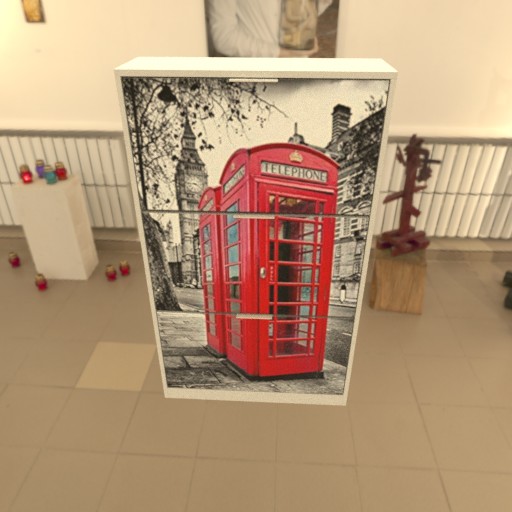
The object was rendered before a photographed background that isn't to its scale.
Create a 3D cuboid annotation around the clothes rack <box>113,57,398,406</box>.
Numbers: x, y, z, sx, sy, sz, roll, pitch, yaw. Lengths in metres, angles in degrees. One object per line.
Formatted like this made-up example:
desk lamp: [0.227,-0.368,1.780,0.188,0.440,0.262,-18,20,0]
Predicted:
clothes rack: [0.000,0.000,1.594,0.750,1.280,0.250,2,32,3]
